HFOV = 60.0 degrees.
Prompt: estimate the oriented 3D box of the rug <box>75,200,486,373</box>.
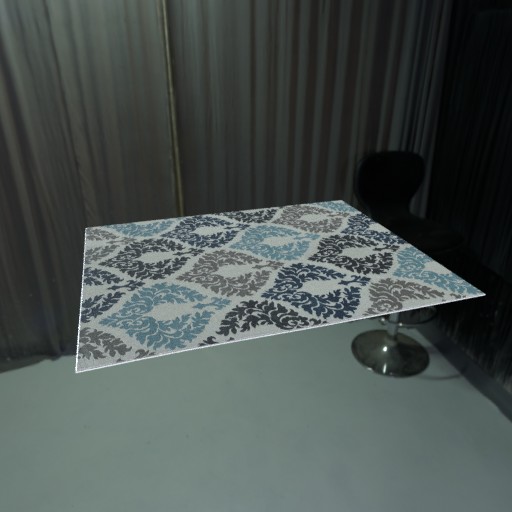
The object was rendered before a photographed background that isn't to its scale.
[{"bbox_3d":[0.000,0.000,4.105,3.040,0.014,2.423,-8,27,-16],"label":"rug"}]
